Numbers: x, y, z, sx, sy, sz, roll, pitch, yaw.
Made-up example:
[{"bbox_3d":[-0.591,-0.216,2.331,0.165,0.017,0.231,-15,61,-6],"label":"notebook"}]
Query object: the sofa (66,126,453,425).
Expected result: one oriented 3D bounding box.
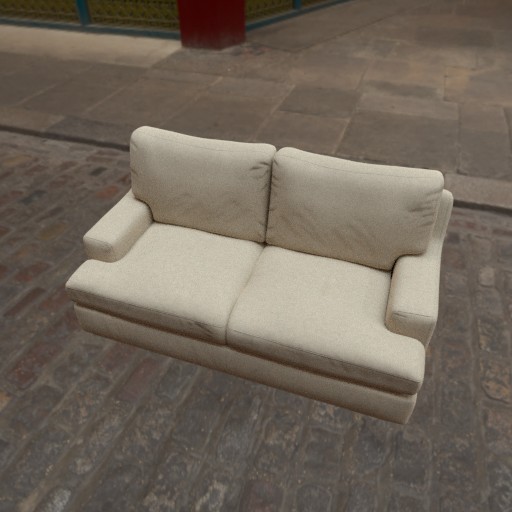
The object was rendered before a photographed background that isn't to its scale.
[{"bbox_3d":[0.000,0.000,2.395,1.885,0.967,0.962,12,41,15],"label":"sofa"}]
